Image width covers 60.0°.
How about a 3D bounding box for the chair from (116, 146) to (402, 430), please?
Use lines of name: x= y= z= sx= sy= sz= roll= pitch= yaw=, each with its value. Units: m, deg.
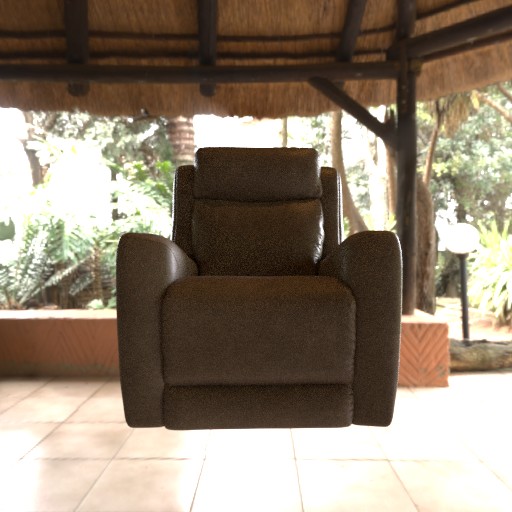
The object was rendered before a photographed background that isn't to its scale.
chair: x=0.000 y=0.000 z=1.918 sx=0.967 sy=1.116 sz=1.068 roll=0 pitch=1 yaw=0
